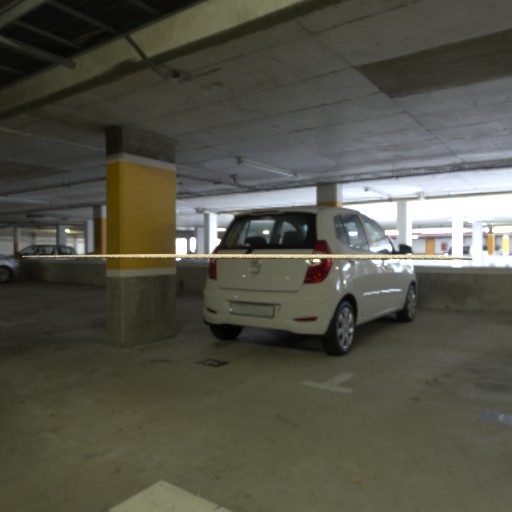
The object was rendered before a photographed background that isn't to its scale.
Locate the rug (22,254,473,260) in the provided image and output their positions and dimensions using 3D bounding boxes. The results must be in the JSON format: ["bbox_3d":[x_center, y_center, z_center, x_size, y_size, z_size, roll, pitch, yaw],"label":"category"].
[{"bbox_3d":[0.000,0.000,2.993,2.446,0.009,1.529,0,1,18],"label":"rug"}]
